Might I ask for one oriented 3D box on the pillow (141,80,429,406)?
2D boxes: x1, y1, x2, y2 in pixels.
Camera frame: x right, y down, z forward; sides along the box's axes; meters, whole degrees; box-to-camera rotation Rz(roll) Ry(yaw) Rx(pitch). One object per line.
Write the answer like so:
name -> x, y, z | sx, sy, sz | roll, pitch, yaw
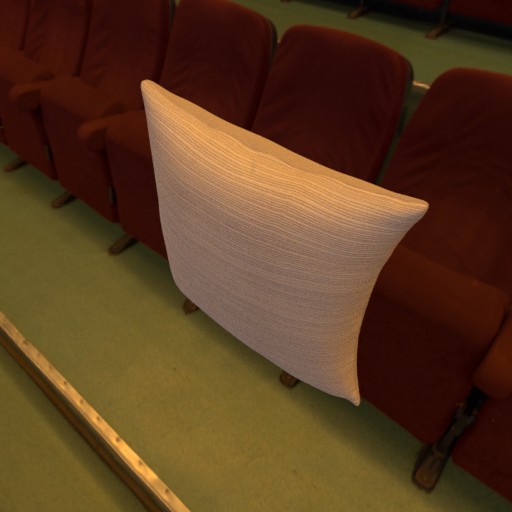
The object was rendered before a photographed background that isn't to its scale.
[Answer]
pillow -> 0.000, 0.000, 0.795 | 0.512, 0.497, 0.204 | 31, 53, 27
